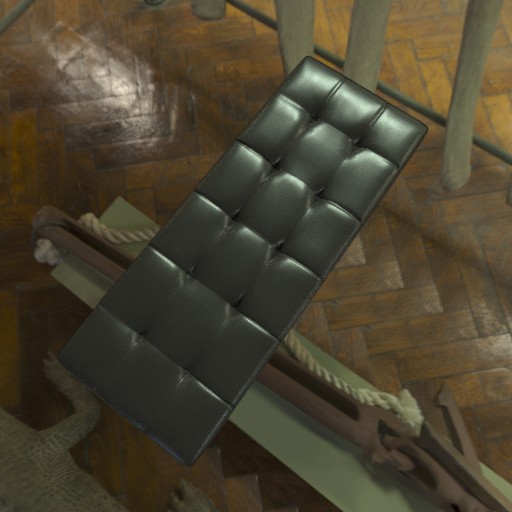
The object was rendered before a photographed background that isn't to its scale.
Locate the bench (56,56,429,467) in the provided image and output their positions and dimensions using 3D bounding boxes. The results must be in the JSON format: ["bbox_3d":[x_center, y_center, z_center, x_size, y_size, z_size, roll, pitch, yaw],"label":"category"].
[{"bbox_3d":[0.000,0.000,1.365,0.432,0.460,1.105,35,77,9],"label":"bench"}]
